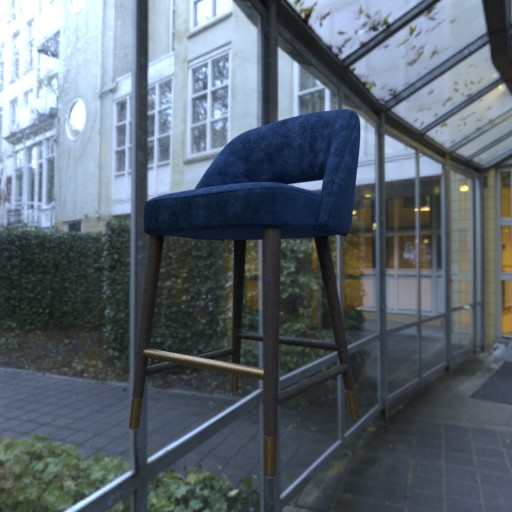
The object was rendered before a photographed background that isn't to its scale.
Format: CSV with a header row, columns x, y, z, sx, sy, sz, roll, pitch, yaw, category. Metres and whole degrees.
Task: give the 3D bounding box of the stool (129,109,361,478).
x,y,z,sx,sy,sz,roll,pitch,yaw,category
0.000,0.000,1.257,0.536,0.925,0.524,-1,-1,36,stool
